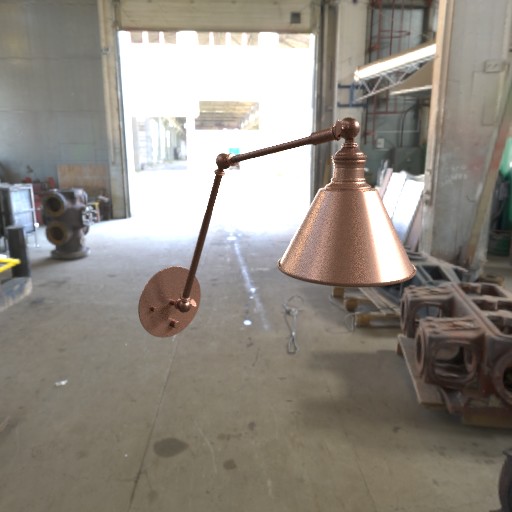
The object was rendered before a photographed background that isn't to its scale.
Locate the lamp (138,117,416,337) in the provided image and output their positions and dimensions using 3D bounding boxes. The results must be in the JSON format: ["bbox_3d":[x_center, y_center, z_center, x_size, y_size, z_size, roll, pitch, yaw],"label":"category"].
[{"bbox_3d":[0.000,0.000,0.872,0.624,0.502,0.223,12,18,41],"label":"lamp"}]
